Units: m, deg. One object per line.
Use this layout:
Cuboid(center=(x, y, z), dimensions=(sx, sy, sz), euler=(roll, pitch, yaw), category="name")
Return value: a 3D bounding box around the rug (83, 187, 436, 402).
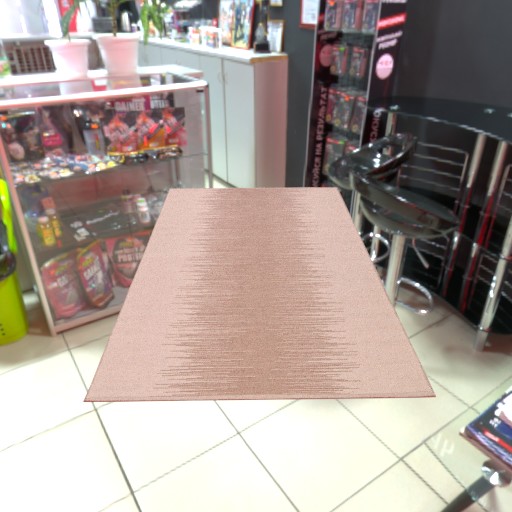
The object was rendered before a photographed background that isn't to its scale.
Cuboid(center=(0.000, 0.000, 2.956), dimensions=(1.522, 0.012, 2.440), euler=(0, 30, -1), category="rug")
